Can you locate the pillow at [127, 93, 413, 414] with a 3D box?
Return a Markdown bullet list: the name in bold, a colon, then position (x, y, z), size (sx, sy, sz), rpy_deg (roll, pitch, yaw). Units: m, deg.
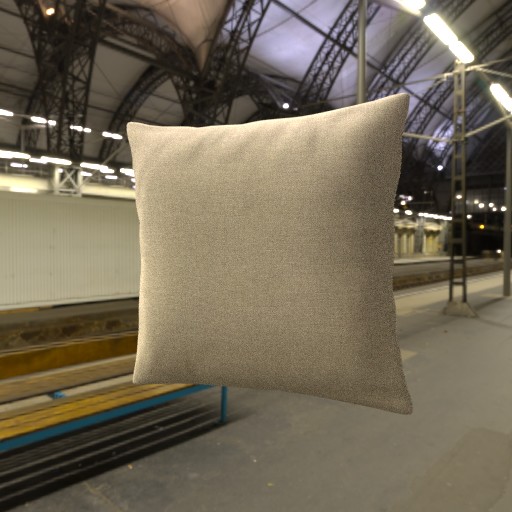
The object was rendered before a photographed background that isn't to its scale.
- **pillow**: position (0.000, 0.000, 0.779), size (0.523, 0.510, 0.166), rpy_deg (0, 1, 20)
